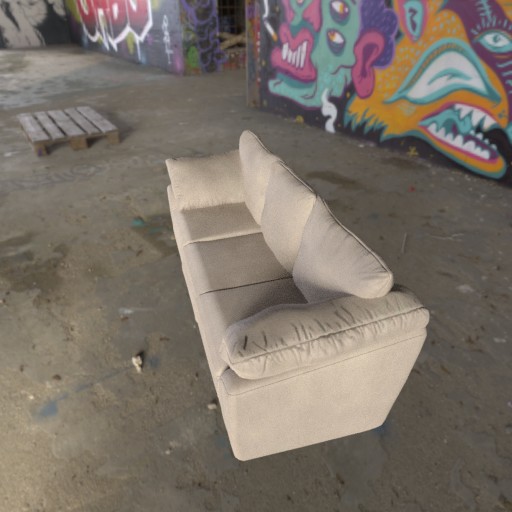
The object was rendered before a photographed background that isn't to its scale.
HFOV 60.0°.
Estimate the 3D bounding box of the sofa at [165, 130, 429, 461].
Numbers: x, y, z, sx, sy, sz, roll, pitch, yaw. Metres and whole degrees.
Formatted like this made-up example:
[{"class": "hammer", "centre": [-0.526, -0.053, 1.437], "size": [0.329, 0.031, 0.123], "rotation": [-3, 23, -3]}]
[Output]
[{"class": "sofa", "centre": [0.000, 0.000, 2.759], "size": [0.878, 0.996, 2.334], "rotation": [-8, 32, -13]}]
